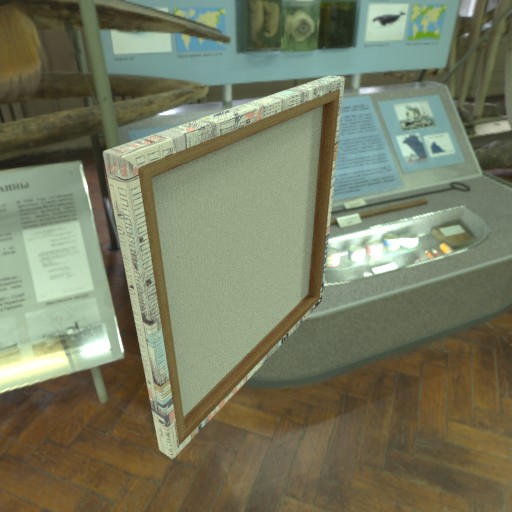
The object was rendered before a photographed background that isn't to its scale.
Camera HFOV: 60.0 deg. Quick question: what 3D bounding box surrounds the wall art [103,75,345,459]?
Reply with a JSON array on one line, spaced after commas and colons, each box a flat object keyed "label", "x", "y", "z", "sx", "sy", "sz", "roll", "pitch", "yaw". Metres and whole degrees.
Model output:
[{"label": "wall art", "x": 0.000, "y": 0.000, "z": 1.141, "sx": 0.048, "sy": 0.762, "sz": 0.761, "roll": 21, "pitch": 38, "yaw": 29}]
